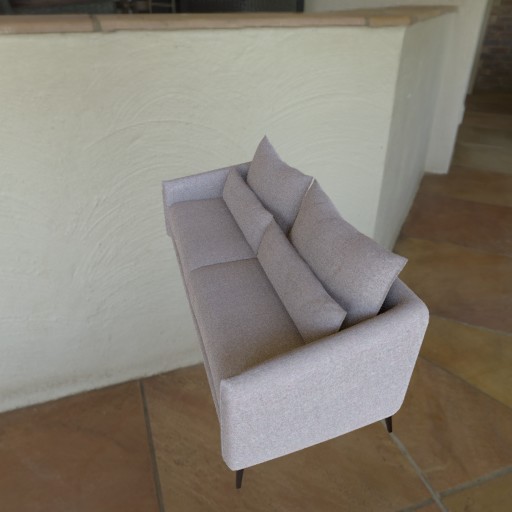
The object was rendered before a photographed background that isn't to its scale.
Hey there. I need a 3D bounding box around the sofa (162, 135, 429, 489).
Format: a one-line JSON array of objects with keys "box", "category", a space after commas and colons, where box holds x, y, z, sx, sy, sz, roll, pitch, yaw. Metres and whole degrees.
[{"box": [0.000, 0.000, 2.395, 0.809, 0.833, 2.022, -8, 31, -14], "category": "sofa"}]
